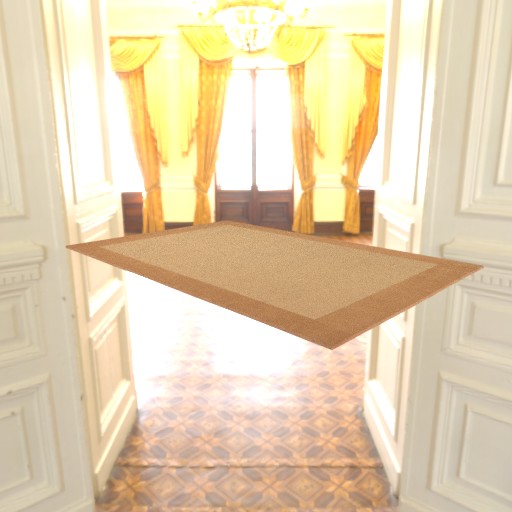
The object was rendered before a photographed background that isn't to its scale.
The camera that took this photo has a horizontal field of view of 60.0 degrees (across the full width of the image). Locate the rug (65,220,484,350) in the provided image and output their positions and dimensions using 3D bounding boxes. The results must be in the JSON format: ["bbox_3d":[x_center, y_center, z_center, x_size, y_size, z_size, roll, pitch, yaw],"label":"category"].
[{"bbox_3d":[0.000,0.000,2.301,1.829,0.014,1.219,14,20,43],"label":"rug"}]
